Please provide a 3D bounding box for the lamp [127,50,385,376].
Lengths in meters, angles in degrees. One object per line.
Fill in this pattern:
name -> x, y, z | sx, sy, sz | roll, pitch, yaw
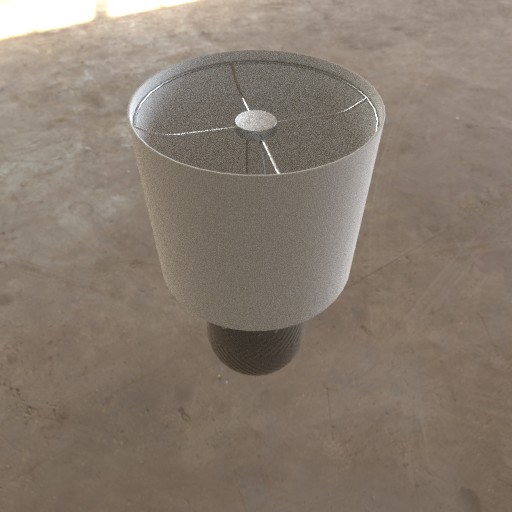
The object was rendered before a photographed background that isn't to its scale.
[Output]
lamp -> 0.000, 0.000, 0.493 | 0.207, 0.366, 0.207 | -10, 47, -9
